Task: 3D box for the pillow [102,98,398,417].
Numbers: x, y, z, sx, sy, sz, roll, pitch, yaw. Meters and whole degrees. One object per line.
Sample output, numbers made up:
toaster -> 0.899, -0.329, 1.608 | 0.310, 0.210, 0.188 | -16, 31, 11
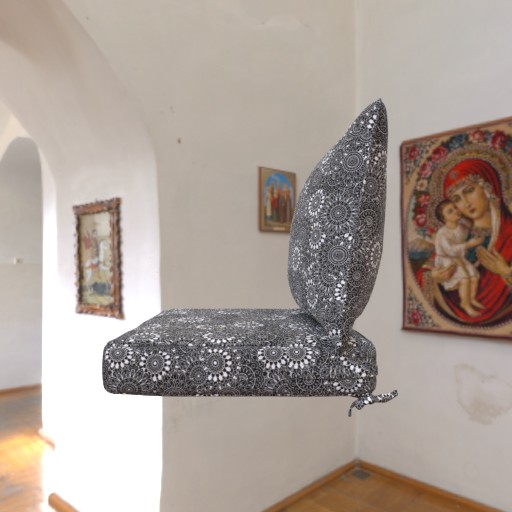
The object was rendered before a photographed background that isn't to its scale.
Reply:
pillow -> 0.000, 0.000, 1.373 | 0.740, 0.722, 0.798 | 0, 0, 0
